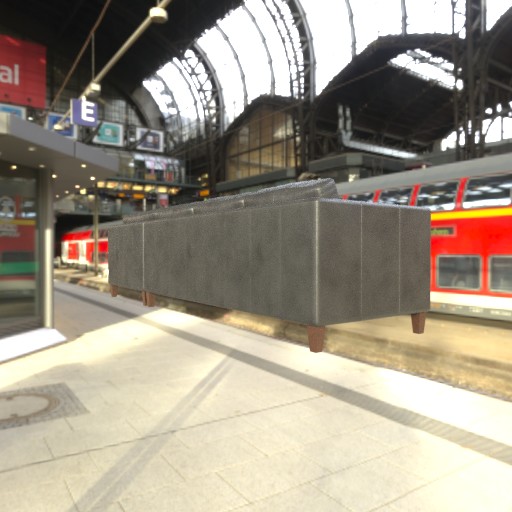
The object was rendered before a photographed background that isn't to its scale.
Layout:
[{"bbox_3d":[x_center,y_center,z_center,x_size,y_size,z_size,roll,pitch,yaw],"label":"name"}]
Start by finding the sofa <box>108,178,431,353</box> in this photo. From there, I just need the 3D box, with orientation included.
[{"bbox_3d":[0.000,0.000,3.842,1.581,0.883,3.203,-1,1,-35],"label":"sofa"}]
